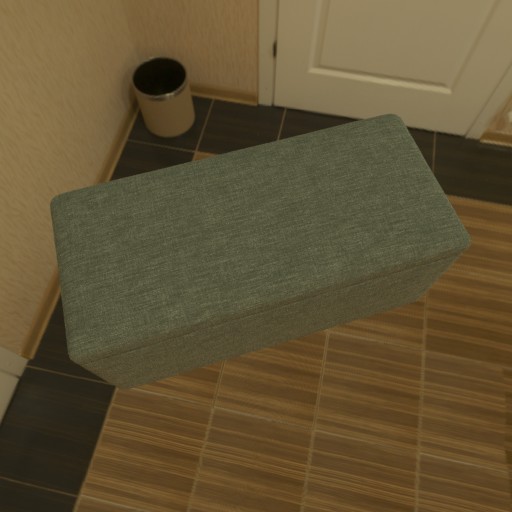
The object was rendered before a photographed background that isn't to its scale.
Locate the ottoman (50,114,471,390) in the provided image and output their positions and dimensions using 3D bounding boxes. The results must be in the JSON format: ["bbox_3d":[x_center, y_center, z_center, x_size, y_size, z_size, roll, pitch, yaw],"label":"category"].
[{"bbox_3d":[0.000,0.000,1.165,0.902,0.432,0.419,-15,66,-7],"label":"ottoman"}]
